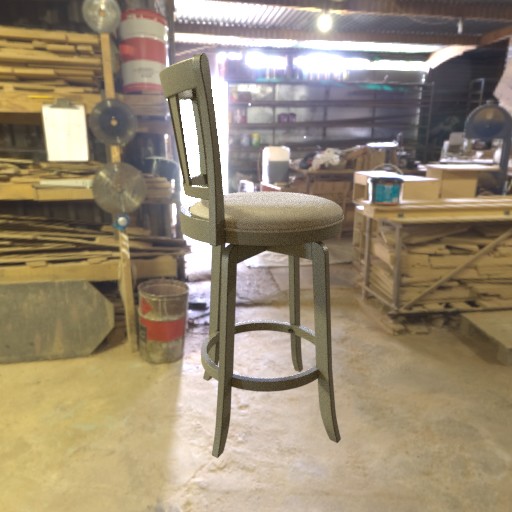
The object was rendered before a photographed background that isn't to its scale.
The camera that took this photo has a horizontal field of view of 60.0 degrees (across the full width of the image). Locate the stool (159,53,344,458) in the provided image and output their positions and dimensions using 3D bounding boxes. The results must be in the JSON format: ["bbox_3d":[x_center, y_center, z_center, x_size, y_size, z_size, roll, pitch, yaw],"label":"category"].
[{"bbox_3d":[0.000,0.000,1.268,0.486,0.994,0.450,-3,16,-10],"label":"stool"}]
